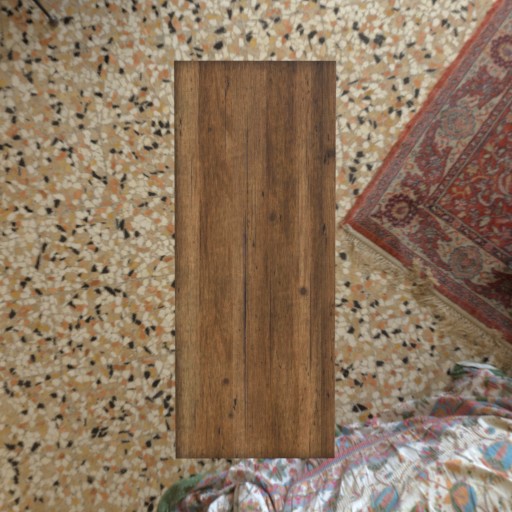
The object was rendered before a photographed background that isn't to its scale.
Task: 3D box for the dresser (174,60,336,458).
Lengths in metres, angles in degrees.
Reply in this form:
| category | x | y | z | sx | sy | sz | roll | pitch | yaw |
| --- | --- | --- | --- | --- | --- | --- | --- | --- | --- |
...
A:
| category | x | y | z | sx | sy | sz | roll | pitch | yaw |
| --- | --- | --- | --- | --- | --- | --- | --- | --- | --- |
| dresser | 0.000 | 0.000 | 1.866 | 0.438 | 1.359 | 1.067 | 0 | 91 | 0 |
